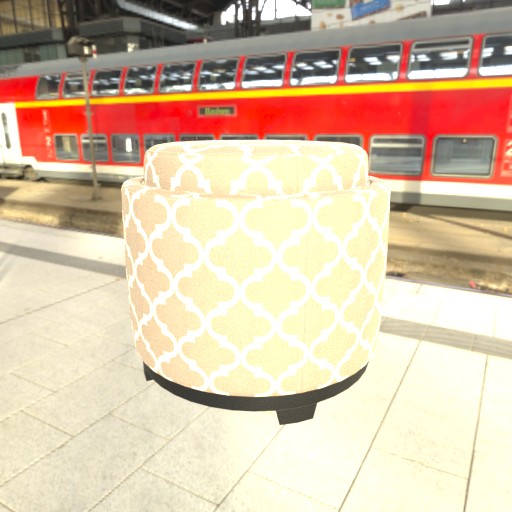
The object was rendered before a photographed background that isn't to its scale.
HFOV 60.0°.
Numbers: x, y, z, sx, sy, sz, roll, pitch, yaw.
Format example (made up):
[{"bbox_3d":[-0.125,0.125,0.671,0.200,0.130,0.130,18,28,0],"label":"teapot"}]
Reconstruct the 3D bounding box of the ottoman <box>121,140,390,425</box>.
[{"bbox_3d":[0.000,0.000,0.850,0.480,0.429,0.480,0,16,0],"label":"ottoman"}]
